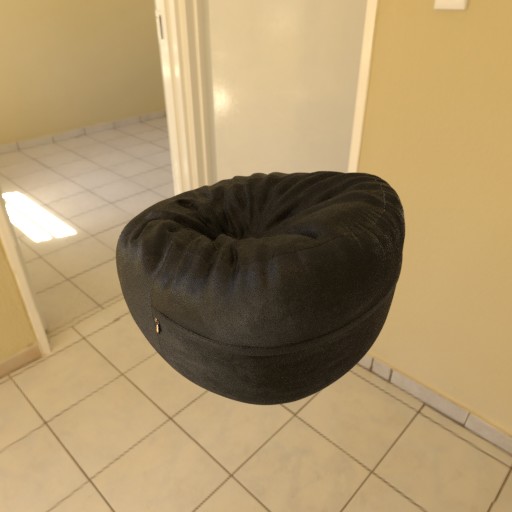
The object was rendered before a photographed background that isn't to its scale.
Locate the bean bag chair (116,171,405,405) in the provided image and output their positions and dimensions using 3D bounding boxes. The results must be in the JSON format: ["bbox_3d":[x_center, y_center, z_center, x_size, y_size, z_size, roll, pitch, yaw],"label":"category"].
[{"bbox_3d":[0.000,0.000,2.457,1.524,0.878,1.524,20,37,28],"label":"bean bag chair"}]
